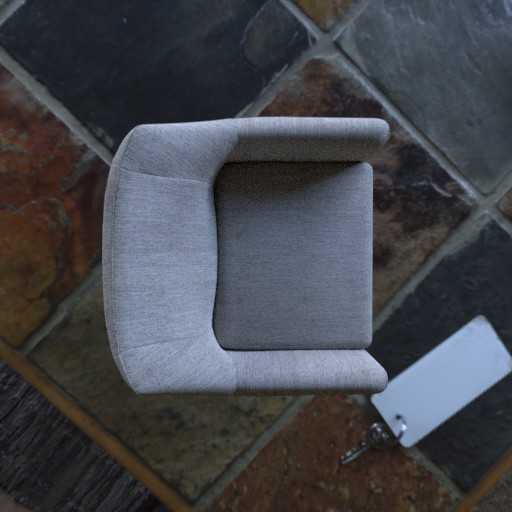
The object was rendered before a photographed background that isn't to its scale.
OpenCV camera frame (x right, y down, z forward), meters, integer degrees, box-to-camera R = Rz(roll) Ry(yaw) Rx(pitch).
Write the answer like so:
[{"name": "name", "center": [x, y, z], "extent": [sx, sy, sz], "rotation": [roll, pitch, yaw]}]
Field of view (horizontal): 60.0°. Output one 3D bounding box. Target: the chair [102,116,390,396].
[{"name": "chair", "center": [0.000, 0.000, 1.419], "extent": [0.758, 0.761, 0.796], "rotation": [0, 91, -2]}]
